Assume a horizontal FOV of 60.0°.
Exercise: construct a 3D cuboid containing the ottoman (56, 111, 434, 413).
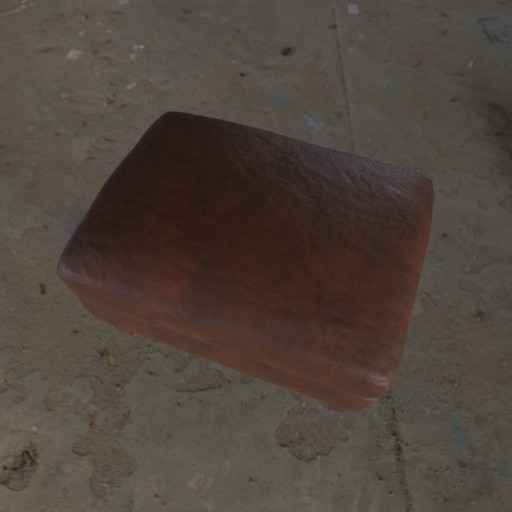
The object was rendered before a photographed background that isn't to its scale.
[{"bbox_3d":[0.000,0.000,1.325,0.887,0.527,0.659,17,60,10],"label":"ottoman"}]
